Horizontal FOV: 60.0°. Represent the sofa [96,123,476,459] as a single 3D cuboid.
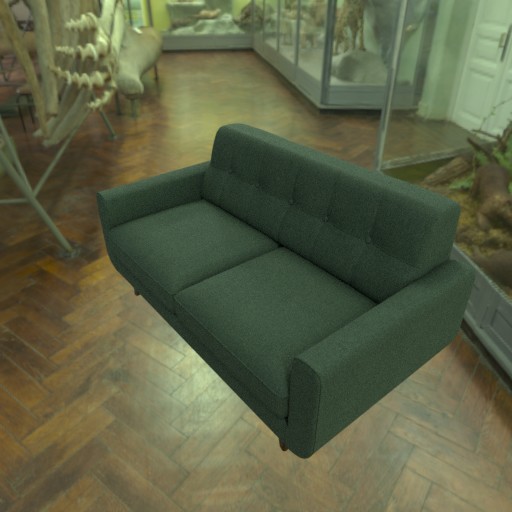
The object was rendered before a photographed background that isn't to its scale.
[{"bbox_3d":[0.000,0.000,2.087,0.909,0.841,1.631,-23,39,-32],"label":"sofa"}]
